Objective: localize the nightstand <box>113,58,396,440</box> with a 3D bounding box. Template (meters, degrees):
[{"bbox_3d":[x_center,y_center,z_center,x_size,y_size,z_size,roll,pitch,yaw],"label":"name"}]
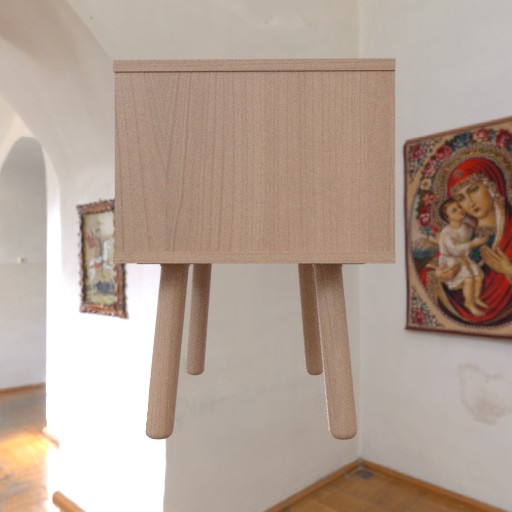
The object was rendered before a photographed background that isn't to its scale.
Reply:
[{"bbox_3d":[0.000,0.000,0.821,0.380,0.530,0.450,0,0,1],"label":"nightstand"}]
